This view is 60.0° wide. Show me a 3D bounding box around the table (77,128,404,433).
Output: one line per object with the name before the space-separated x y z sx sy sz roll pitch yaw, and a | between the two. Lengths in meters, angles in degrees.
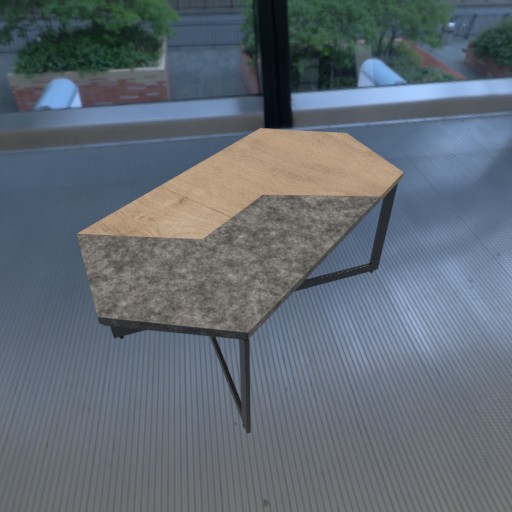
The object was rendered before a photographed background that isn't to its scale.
table | 0.000 0.000 1.534 0.609 0.457 1.219 25 46 27
